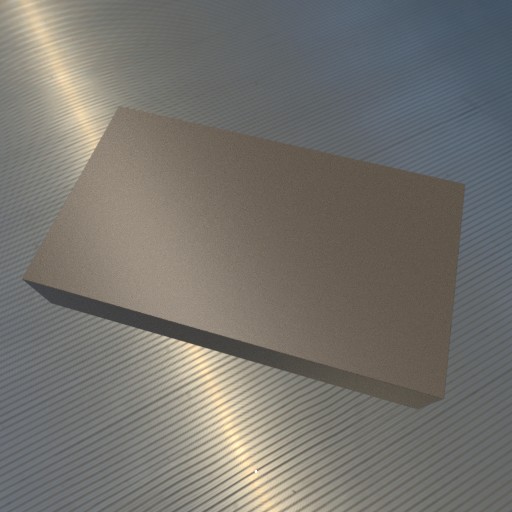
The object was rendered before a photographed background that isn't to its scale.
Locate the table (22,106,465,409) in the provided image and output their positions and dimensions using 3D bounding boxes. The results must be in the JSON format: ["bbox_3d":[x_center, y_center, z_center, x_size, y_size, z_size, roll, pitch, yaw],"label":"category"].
[{"bbox_3d":[0.000,0.000,1.531,1.201,0.404,0.703,15,65,7],"label":"table"}]
